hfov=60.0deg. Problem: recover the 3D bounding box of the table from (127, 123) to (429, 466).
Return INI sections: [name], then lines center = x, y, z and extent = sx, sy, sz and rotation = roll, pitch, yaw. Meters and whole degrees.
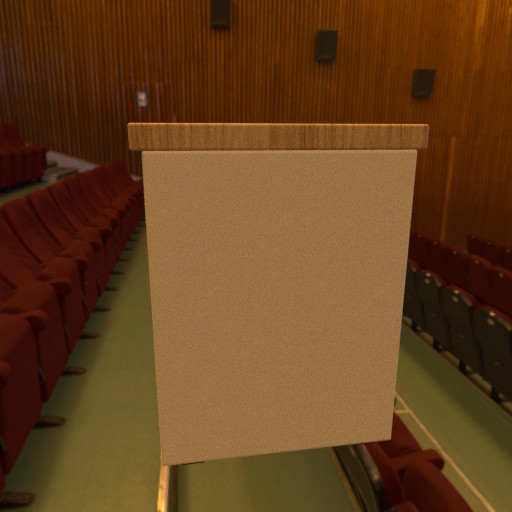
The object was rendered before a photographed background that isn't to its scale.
[table]
center = 0.000, 0.000, 0.792
extent = 0.360, 0.440, 0.500
rotation = -2, 15, -9
